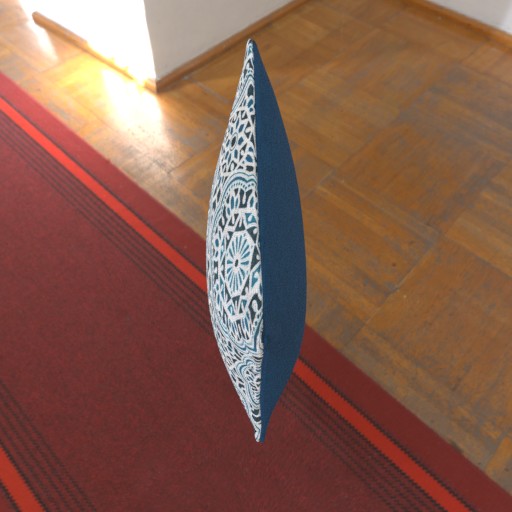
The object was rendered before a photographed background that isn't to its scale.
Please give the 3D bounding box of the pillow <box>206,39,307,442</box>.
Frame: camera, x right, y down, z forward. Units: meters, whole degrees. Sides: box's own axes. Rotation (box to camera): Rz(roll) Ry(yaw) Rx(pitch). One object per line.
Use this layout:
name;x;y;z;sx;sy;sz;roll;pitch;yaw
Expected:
pillow;0.000;0.000;0.648;0.145;0.420;0.440;-1;57;-1
